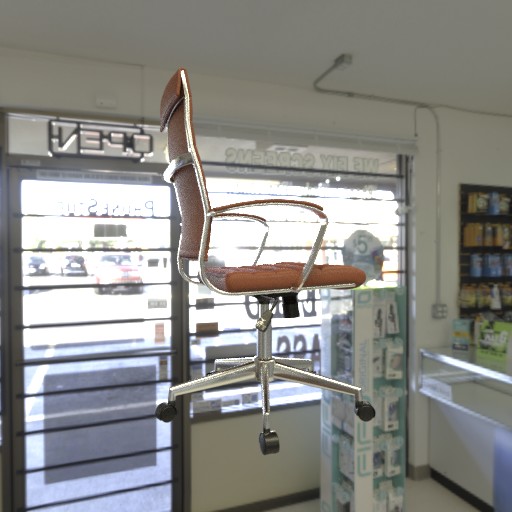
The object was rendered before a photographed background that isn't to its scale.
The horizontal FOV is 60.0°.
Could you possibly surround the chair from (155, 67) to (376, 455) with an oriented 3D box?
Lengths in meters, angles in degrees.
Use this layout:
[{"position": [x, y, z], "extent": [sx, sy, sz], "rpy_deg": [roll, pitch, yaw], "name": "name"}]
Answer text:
[{"position": [0.000, 0.000, 1.649], "extent": [0.739, 1.149, 0.766], "rpy_deg": [0, 1, -18], "name": "chair"}]
